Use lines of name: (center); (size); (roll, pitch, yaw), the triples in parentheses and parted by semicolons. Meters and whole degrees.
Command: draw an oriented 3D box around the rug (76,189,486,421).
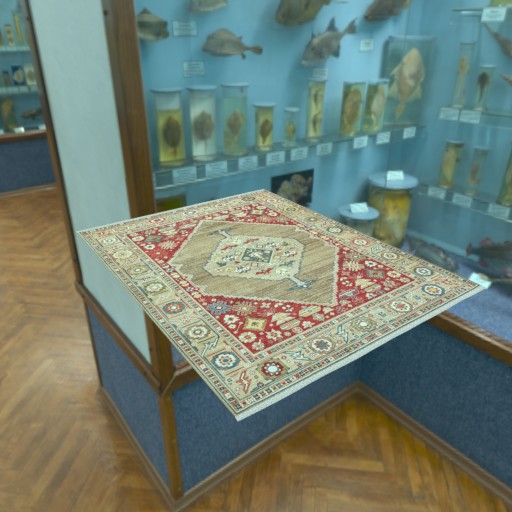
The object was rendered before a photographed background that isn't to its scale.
rug: (0.000, 0.000, 4.176); (2.451, 0.008, 3.143); (-18, 32, -31)
